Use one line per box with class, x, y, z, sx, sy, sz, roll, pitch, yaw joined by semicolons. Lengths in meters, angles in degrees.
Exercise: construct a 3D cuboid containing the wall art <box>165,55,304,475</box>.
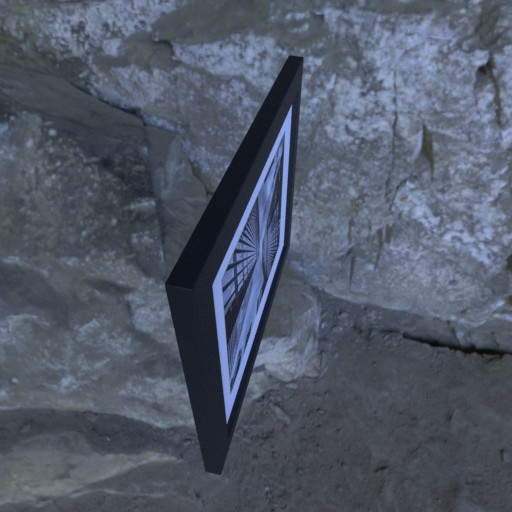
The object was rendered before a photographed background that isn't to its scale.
wall art;0.000;0.000;0.747;0.031;0.457;0.558;10;46;10
